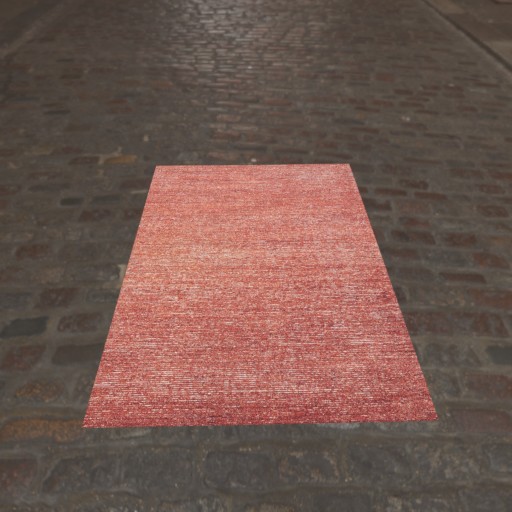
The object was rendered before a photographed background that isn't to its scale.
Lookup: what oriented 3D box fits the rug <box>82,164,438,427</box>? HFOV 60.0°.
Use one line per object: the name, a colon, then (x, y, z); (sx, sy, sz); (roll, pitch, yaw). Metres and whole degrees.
rug: (0.000, 0.000, 4.951); (2.803, 0.025, 3.965); (-1, 42, -1)
